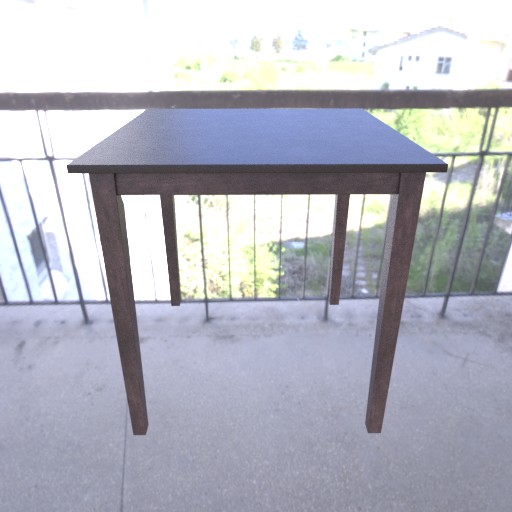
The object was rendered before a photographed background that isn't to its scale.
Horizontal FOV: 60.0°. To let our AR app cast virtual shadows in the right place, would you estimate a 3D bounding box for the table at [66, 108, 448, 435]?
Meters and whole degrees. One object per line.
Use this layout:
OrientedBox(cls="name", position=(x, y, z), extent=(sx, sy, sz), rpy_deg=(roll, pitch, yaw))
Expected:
OrientedBox(cls="table", position=(0.000, 0.000, 1.373), extent=(0.749, 0.770, 0.749), rpy_deg=(0, 26, -1))
